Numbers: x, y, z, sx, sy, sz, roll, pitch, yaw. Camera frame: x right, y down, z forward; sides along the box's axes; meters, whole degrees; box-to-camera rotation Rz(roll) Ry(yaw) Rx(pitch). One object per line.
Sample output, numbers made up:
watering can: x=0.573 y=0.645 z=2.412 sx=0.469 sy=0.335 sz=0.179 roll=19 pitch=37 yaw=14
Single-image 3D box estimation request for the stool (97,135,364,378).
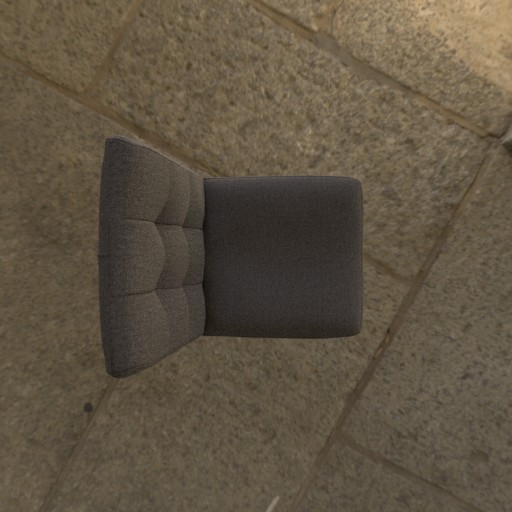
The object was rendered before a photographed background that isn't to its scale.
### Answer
stool: x=0.000 y=0.000 z=1.197 sx=0.571 sy=0.885 sz=0.427 roll=0 pitch=90 yaw=-1
